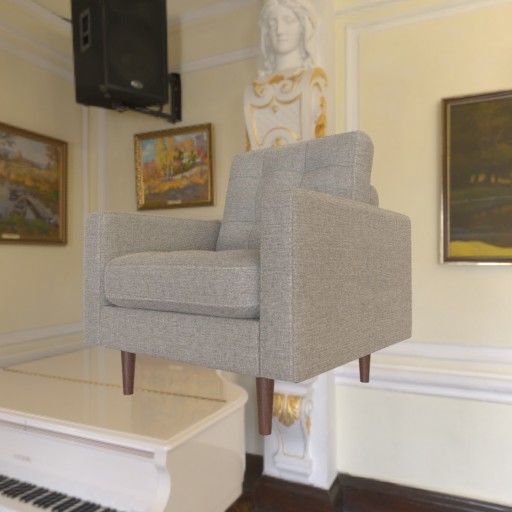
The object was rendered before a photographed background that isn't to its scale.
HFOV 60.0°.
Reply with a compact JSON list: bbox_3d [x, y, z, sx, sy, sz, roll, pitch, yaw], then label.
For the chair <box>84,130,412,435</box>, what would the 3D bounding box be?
[{"bbox_3d":[0.000,0.000,1.511,0.821,0.880,0.843,-1,-1,37],"label":"chair"}]
